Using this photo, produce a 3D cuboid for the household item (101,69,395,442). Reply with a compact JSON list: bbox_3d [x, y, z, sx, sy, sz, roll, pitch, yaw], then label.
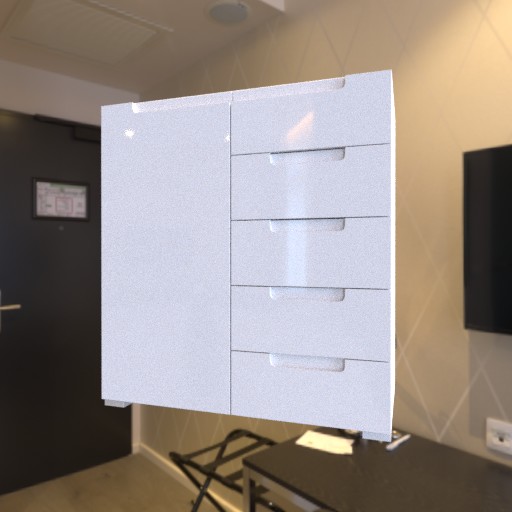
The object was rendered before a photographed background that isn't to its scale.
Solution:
[{"bbox_3d":[0.000,0.000,1.351,0.800,0.870,0.420,0,0,19],"label":"household item"}]
